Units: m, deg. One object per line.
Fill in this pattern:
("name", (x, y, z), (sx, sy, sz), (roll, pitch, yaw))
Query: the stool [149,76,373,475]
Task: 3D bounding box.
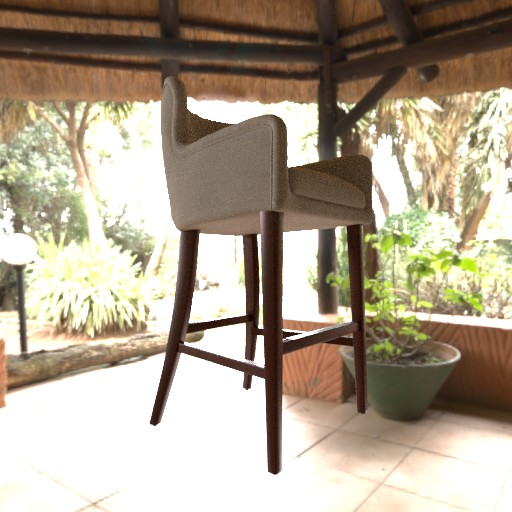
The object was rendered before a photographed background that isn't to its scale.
("stool", (0.000, 0.000, 1.403), (0.563, 1.034, 0.556), (0, 0, 37))
